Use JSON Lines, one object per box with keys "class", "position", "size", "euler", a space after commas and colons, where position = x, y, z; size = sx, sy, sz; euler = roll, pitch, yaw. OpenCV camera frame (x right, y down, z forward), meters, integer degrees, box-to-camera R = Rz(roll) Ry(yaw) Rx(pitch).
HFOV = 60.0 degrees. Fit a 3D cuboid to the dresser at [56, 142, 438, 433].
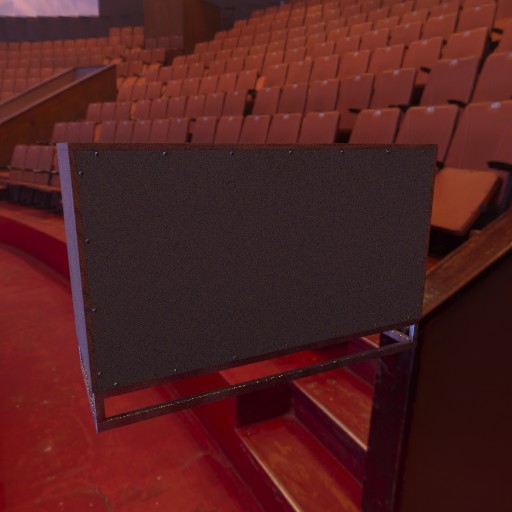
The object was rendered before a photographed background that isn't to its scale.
{"class": "dresser", "position": [0.000, 0.000, 2.156], "size": [1.646, 1.061, 0.623], "euler": [-7, 16, -26]}
